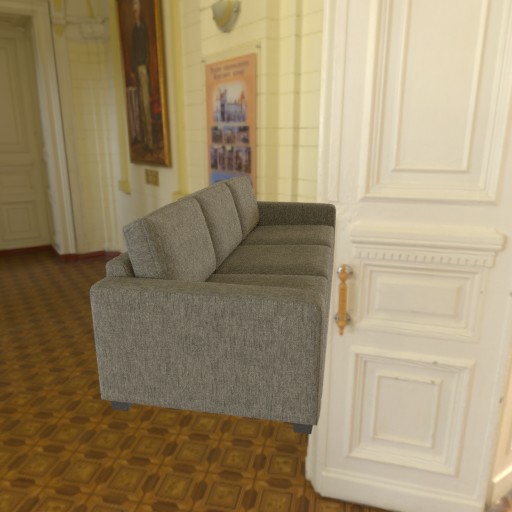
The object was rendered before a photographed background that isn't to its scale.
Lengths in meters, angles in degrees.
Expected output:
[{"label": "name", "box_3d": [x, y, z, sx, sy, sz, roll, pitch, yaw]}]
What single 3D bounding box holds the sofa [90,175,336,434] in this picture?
[{"label": "sofa", "box_3d": [0.000, 0.000, 2.651, 0.900, 0.800, 2.160, 3, 16, 11]}]
